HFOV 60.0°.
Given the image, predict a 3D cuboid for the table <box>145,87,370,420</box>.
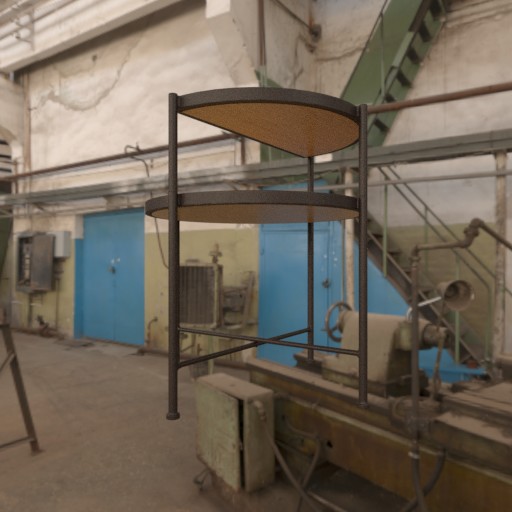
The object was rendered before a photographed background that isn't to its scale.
[{"bbox_3d":[0.000,0.000,1.180,0.628,0.684,0.629,0,0,36],"label":"table"}]
